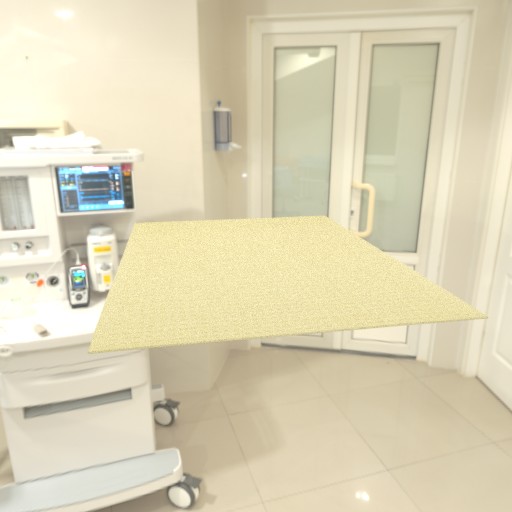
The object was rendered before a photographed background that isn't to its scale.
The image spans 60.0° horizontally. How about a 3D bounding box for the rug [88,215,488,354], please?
[{"bbox_3d":[0.000,0.000,4.117,2.452,0.016,3.204,-3,17,-10],"label":"rug"}]
